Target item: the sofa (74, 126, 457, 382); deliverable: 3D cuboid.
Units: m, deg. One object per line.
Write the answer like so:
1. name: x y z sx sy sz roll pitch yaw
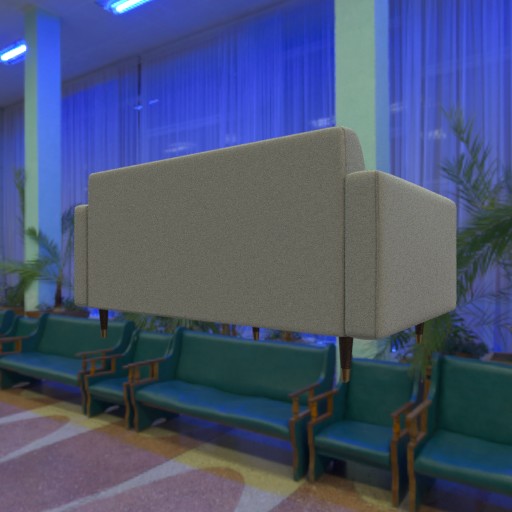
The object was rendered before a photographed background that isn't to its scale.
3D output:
1. sofa: 0.000 0.000 2.106 1.585 0.801 0.950 0 0 37
